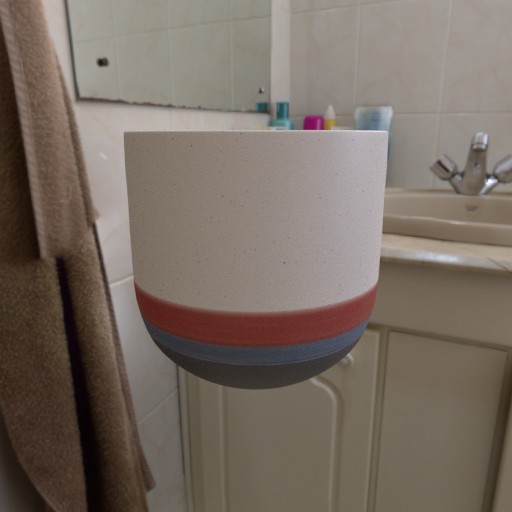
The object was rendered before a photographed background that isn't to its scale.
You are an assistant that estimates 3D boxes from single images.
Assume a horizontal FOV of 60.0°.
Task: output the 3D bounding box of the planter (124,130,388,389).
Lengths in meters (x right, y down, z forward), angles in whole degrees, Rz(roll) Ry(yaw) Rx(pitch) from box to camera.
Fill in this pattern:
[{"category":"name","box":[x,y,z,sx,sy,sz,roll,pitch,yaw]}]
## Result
[{"category":"planter","box":[0.000,0.000,0.498,0.268,0.270,0.268,0,15,0]}]
